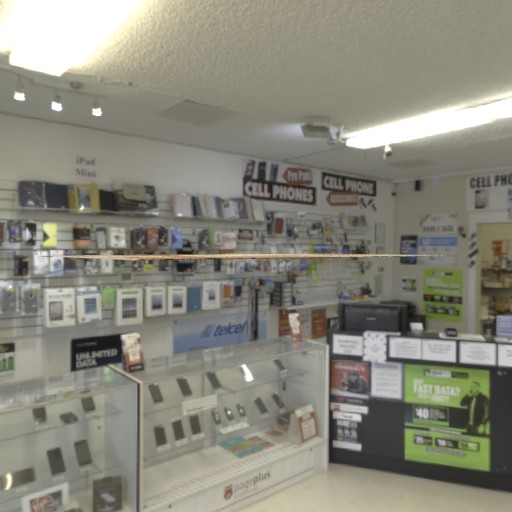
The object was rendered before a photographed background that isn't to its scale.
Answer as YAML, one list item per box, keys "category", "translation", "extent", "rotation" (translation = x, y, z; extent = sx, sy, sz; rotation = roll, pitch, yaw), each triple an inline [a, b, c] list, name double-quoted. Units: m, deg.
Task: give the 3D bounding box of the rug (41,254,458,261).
- category: "rug"
  translation: [0.000, 0.000, 2.392]
  extent: [1.918, 0.007, 1.268]
  rotation: [-1, 1, -37]
